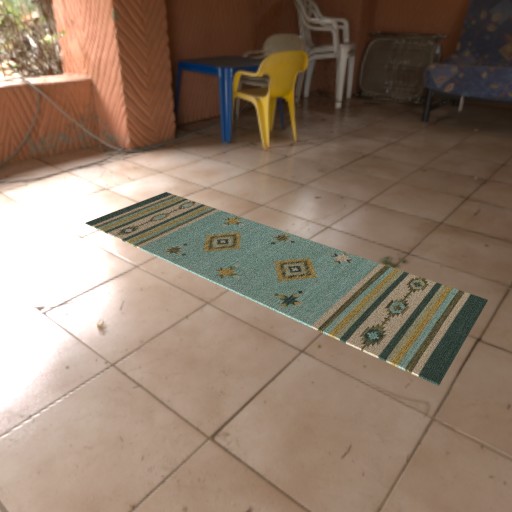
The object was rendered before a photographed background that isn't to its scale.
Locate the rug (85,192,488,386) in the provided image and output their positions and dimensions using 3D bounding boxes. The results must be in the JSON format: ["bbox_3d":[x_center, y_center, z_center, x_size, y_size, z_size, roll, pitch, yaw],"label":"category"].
[{"bbox_3d":[0.000,0.000,2.677,2.441,0.010,0.744,21,36,33],"label":"rug"}]
